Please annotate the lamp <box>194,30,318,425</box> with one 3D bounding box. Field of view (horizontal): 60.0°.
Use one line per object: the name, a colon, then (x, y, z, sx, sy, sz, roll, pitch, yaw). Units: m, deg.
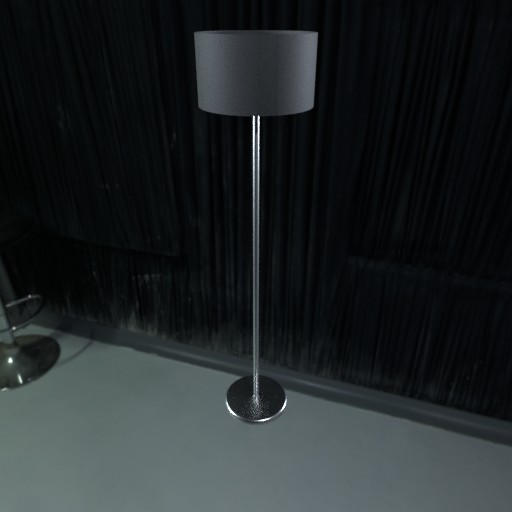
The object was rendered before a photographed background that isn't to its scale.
lamp: (0.000, 0.000, 1.600, 0.348, 1.443, 0.348, 8, 30, 15)
